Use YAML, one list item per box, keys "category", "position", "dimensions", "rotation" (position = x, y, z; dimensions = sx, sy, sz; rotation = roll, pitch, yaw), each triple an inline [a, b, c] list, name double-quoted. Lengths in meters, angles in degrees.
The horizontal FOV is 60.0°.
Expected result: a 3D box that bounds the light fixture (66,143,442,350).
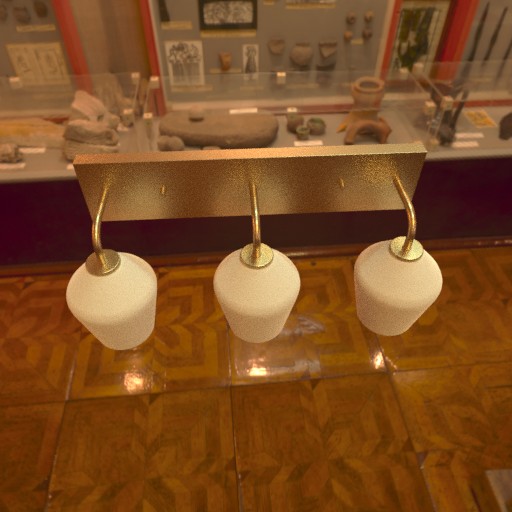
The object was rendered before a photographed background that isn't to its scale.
- category: "light fixture"
  position: [0.000, 0.000, 0.718]
  dimensions: [0.609, 0.280, 0.190]
  rotation: [-3, 46, -2]
